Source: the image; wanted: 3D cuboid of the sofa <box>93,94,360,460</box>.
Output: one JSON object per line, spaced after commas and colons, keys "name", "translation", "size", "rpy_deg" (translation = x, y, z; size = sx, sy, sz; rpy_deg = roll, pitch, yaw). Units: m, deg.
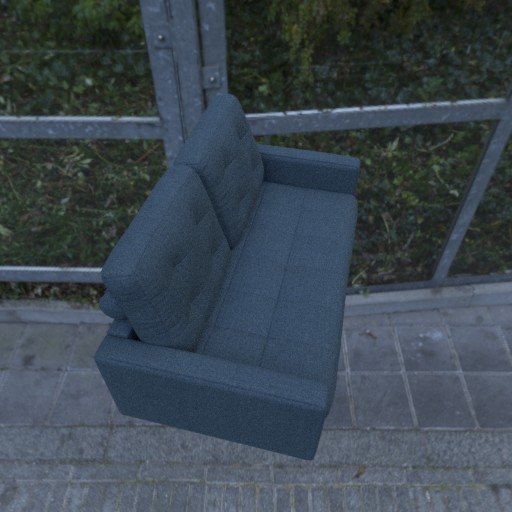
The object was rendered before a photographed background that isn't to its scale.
{"name": "sofa", "translation": [0.000, 0.000, 1.957], "size": [0.842, 0.907, 1.407], "rpy_deg": [10, 47, 9]}
